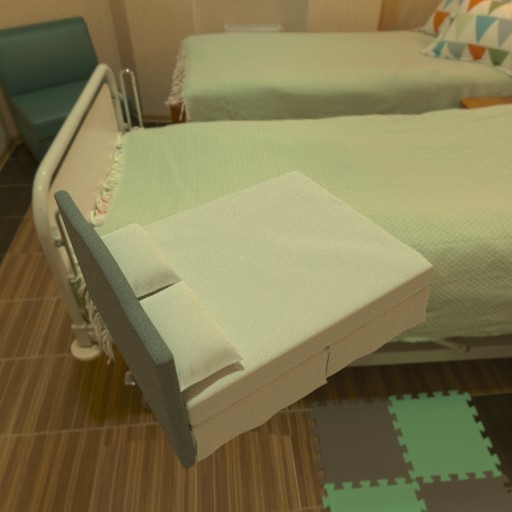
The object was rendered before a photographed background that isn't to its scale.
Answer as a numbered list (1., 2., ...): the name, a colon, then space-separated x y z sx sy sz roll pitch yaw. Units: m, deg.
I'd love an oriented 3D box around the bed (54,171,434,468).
1. bed: 0.000 0.000 4.016 2.689 1.457 2.161 -24 47 -25
